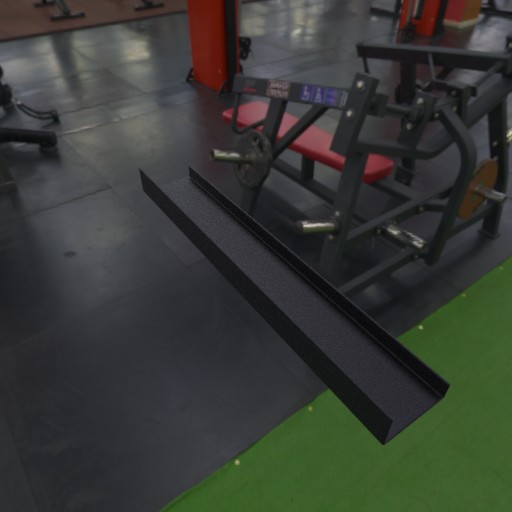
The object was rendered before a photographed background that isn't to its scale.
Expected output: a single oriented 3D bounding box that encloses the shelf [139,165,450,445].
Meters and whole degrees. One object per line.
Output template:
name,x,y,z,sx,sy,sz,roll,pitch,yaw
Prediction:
shelf,0.000,0.000,0.655,0.102,0.053,0.605,-24,46,-26
